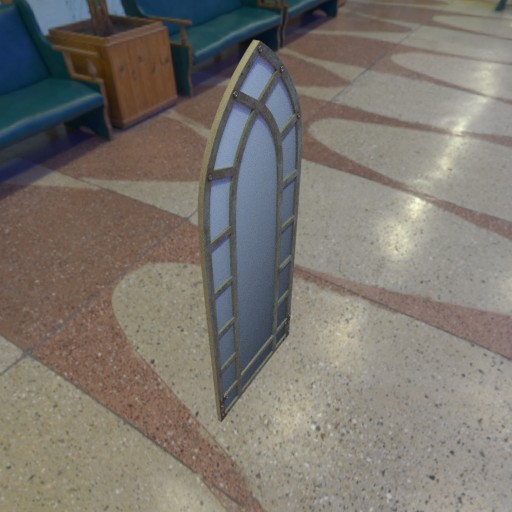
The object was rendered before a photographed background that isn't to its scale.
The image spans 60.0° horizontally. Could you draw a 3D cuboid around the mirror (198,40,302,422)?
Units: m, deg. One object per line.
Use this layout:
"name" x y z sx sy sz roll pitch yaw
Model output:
"mirror" 0.000 0.000 1.298 0.025 1.175 0.464 23 46 25
